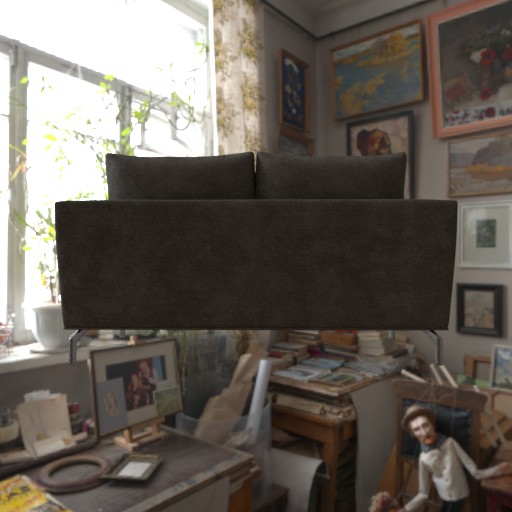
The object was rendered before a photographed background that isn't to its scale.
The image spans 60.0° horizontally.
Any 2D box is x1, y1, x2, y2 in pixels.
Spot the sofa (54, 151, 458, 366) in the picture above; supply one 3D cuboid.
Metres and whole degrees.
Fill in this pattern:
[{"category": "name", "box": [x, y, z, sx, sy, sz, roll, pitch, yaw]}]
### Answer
[{"category": "sofa", "box": [0.000, 0.000, 2.399, 1.832, 1.013, 0.855, 0, -1, 1]}]
